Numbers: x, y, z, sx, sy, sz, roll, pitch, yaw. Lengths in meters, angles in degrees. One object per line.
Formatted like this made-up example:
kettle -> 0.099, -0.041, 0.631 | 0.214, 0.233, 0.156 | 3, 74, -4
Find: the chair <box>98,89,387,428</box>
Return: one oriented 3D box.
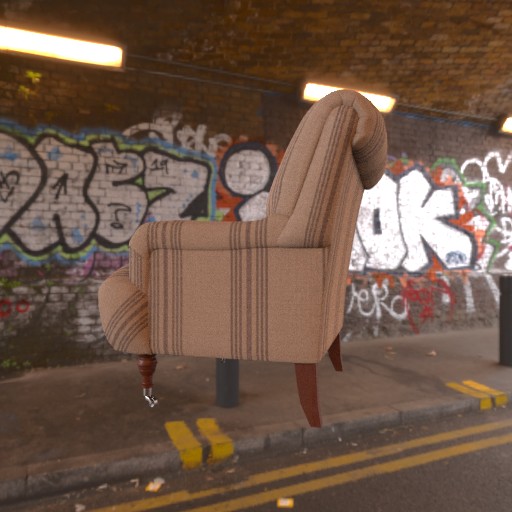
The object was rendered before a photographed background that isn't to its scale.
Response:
chair -> 0.000, 0.000, 1.610 | 0.914, 0.940, 0.813 | 0, 0, 16
